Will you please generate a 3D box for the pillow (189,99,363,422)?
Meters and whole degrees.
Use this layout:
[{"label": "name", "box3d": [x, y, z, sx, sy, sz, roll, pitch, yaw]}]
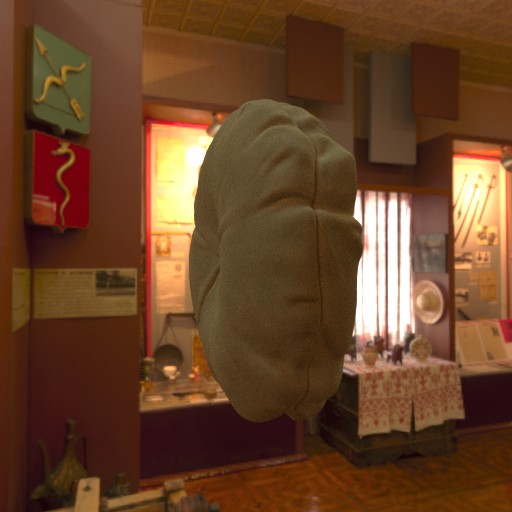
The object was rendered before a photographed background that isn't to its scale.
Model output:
[{"label": "pillow", "box3d": [0.000, 0.000, 0.614, 0.148, 0.407, 0.428, 0, -1, -18]}]
